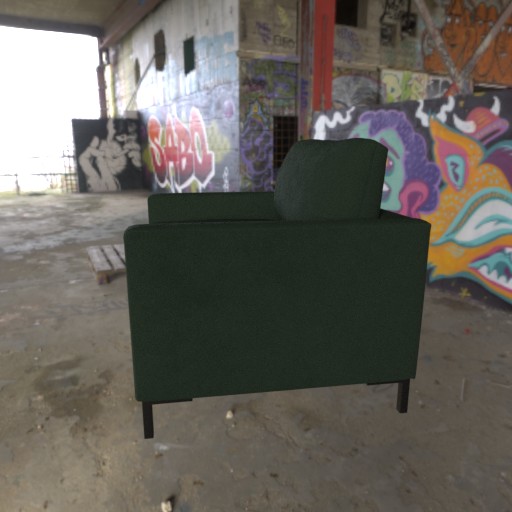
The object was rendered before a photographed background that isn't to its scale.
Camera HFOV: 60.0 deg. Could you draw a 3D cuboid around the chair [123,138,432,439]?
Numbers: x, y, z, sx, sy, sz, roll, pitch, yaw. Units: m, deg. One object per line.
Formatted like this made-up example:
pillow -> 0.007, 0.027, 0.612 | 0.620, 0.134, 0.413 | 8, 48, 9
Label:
chair -> 0.000, 0.000, 1.669 | 0.866, 0.861, 0.963 | -2, 14, -9
